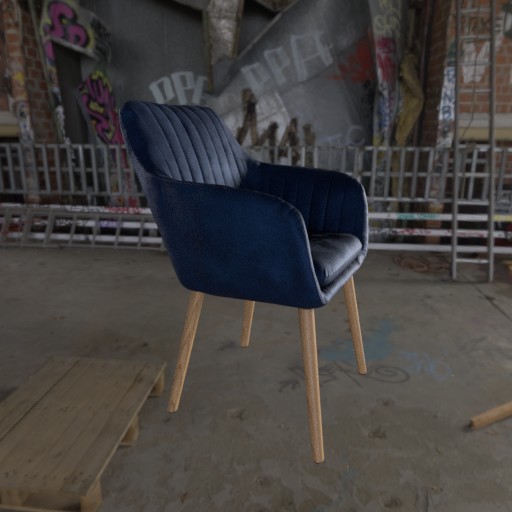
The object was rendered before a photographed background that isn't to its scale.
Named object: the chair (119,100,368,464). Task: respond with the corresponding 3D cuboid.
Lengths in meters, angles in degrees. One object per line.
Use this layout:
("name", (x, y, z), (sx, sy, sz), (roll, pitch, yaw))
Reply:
("chair", (0.000, 0.000, 1.245), (0.573, 0.826, 0.578), (8, 17, 25))
